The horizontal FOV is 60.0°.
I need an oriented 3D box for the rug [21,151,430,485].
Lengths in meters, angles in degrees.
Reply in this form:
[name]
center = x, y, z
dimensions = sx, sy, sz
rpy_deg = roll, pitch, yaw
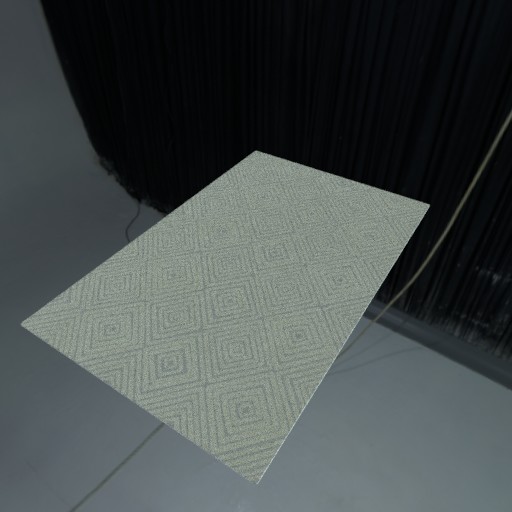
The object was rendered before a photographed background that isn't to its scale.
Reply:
[rug]
center = 0.000, 0.000, 2.119
dimensions = 1.143, 0.008, 1.753
rpy_deg = 23, 46, 24
